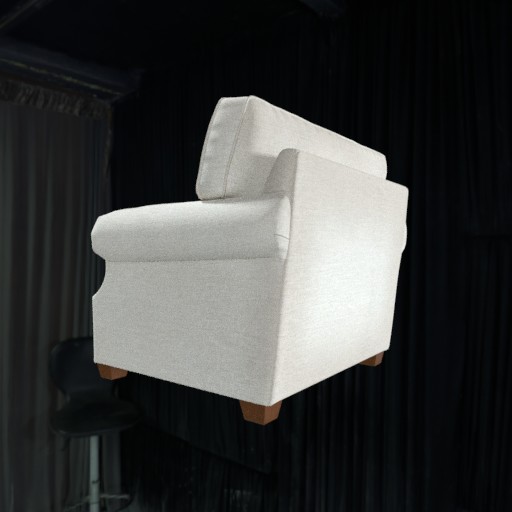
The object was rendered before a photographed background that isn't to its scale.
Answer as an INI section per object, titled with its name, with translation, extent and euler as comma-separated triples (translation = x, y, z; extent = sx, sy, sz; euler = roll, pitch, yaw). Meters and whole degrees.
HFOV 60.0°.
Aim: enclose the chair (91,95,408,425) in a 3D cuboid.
[chair]
translation = 0.000, 0.000, 1.840
extent = 0.965, 0.961, 1.092
euler = 0, 1, 37
